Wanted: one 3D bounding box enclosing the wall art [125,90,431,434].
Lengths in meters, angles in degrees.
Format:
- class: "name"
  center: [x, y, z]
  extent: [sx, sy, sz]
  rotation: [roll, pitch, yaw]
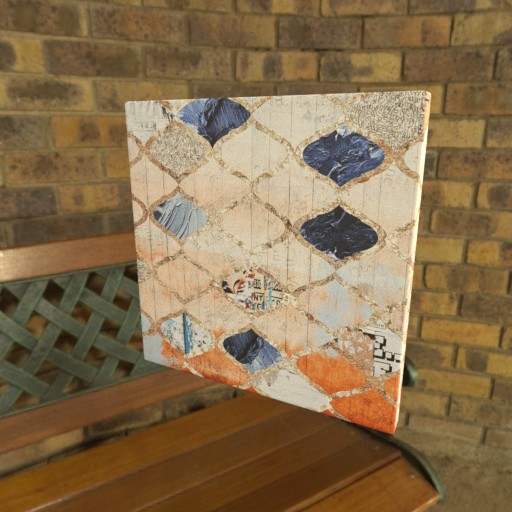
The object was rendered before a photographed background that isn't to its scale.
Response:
- class: "wall art"
  center: [0.000, 0.000, 0.753]
  extent: [0.507, 0.508, 0.038]
  rotation: [8, 18, 27]
